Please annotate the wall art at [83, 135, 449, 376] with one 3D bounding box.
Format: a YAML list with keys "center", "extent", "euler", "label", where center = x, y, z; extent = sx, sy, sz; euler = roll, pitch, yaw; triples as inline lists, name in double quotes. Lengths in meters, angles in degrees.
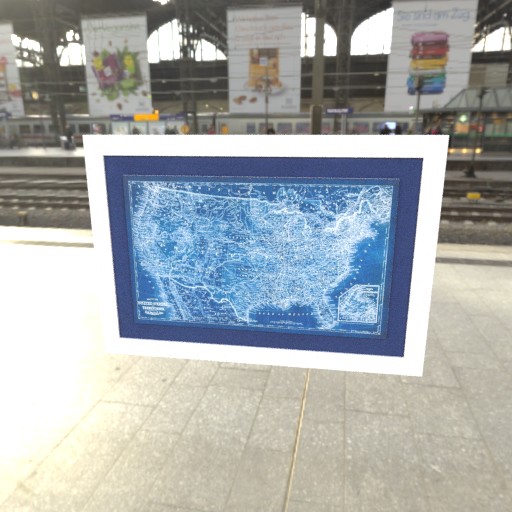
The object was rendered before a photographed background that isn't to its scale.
- center: [0.000, 0.000, 1.713]
  extent: [1.308, 0.902, 0.051]
  euler: [2, 16, 8]
  label: "wall art"
